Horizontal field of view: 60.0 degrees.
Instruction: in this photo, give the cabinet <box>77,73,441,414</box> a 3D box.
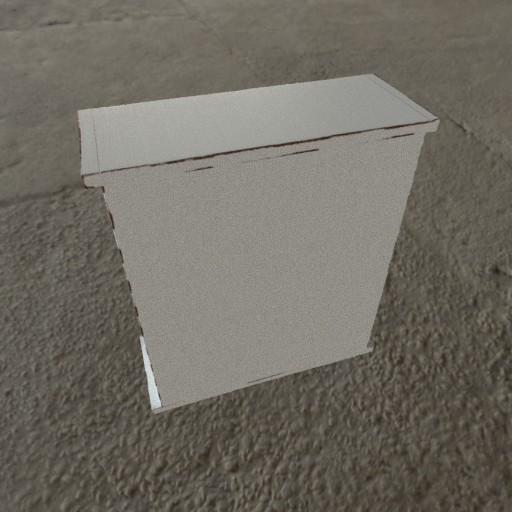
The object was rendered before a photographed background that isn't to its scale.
[{"bbox_3d":[0.000,0.000,0.906,0.541,0.603,0.210,-12,43,-13],"label":"cabinet"}]
